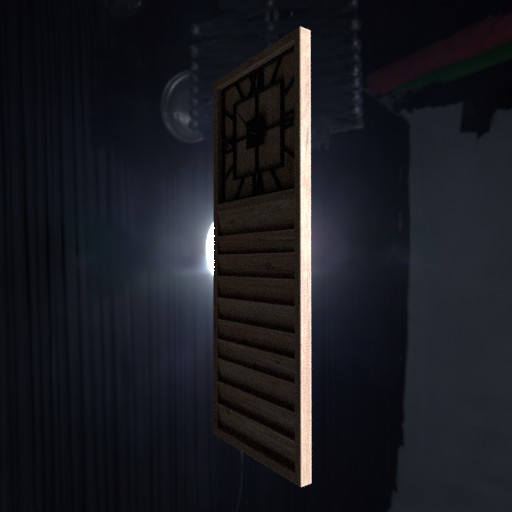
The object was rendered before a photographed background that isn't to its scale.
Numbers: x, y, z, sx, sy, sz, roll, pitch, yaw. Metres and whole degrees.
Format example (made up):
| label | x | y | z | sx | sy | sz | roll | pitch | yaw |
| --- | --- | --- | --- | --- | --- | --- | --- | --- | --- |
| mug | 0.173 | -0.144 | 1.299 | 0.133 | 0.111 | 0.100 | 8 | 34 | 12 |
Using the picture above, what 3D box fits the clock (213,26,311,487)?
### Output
| label | x | y | z | sx | sy | sz | roll | pitch | yaw |
| --- | --- | --- | --- | --- | --- | --- | --- | --- | --- |
| clock | 0.000 | 0.000 | 1.081 | 0.030 | 0.965 | 0.361 | 1 | -1 | -36 |
